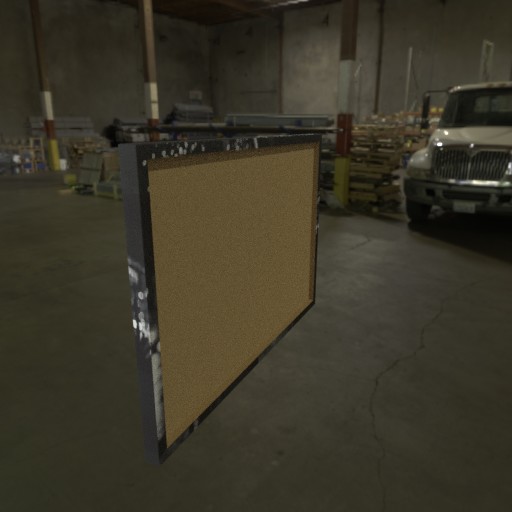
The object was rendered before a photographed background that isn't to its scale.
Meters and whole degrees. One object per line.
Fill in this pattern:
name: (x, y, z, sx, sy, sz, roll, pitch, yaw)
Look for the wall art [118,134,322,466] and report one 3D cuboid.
wall art: (0.000, 0.000, 1.175, 0.038, 0.609, 0.914, 8, 18, 25)
